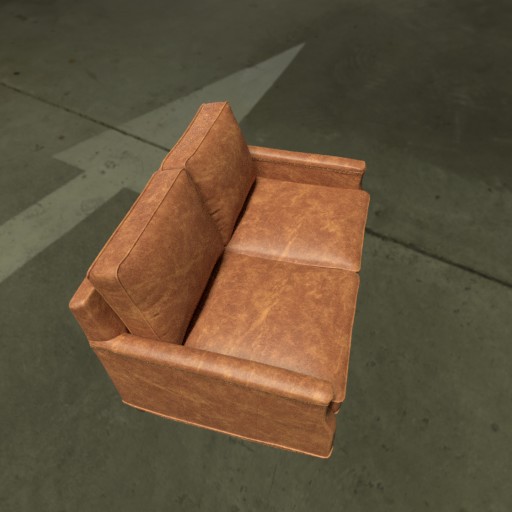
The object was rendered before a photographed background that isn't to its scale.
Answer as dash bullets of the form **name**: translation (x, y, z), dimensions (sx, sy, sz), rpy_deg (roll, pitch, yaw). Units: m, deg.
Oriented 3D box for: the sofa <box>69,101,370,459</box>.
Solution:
- **sofa**: translation (0.000, 0.000, 2.302), dimensions (1.084, 1.003, 1.597), rpy_deg (11, 47, 10)
